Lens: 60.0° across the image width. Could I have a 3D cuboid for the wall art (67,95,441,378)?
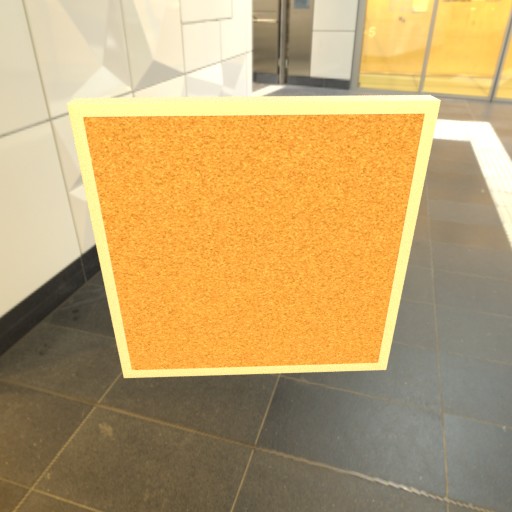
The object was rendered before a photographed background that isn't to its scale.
[{"bbox_3d":[0.000,0.000,0.744,0.506,0.505,0.038,-1,30,-2],"label":"wall art"}]
